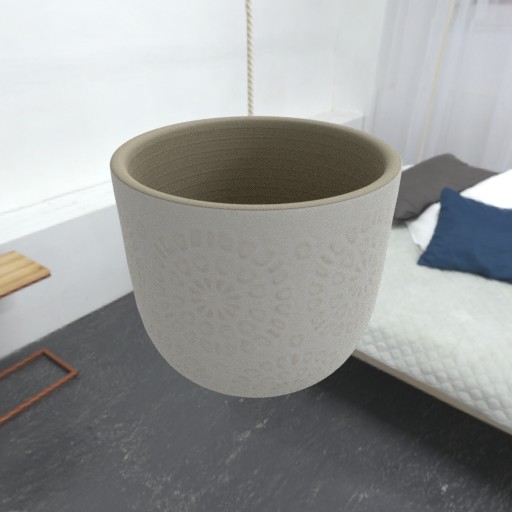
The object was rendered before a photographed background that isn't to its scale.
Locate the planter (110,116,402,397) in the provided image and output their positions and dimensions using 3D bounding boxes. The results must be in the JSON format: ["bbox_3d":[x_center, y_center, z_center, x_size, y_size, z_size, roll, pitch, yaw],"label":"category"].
[{"bbox_3d":[0.000,0.000,0.223,0.124,0.109,0.124,0,31,0],"label":"planter"}]
